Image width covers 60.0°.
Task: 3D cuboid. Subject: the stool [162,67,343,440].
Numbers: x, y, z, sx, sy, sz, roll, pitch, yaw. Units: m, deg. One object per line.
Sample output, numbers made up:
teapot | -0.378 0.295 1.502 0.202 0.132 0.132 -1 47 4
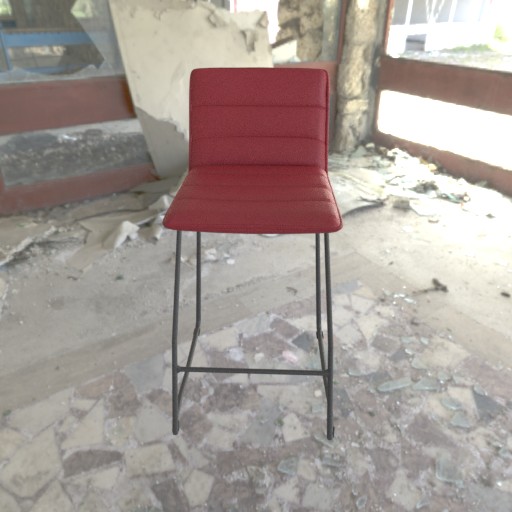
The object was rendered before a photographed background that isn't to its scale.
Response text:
stool | 0.000 0.000 1.257 0.489 0.937 0.524 1 30 2
